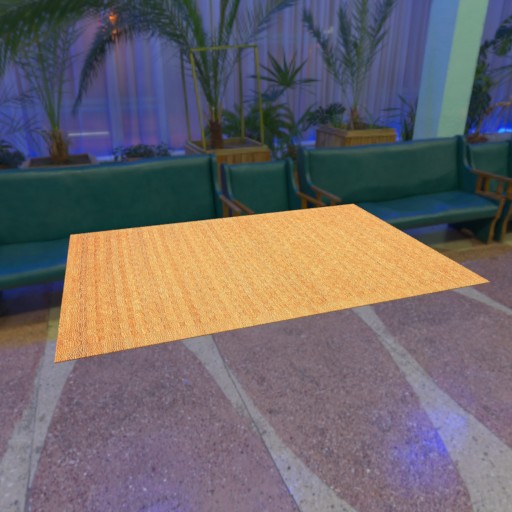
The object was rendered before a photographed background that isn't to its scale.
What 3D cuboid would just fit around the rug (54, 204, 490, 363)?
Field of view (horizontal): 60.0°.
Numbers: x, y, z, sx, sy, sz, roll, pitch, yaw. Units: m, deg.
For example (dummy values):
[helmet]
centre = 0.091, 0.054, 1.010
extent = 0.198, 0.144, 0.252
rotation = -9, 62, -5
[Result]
[rug]
centre = 0.000, 0.000, 2.840
extent = 2.285, 0.006, 1.524
rotation = -8, 25, -17
